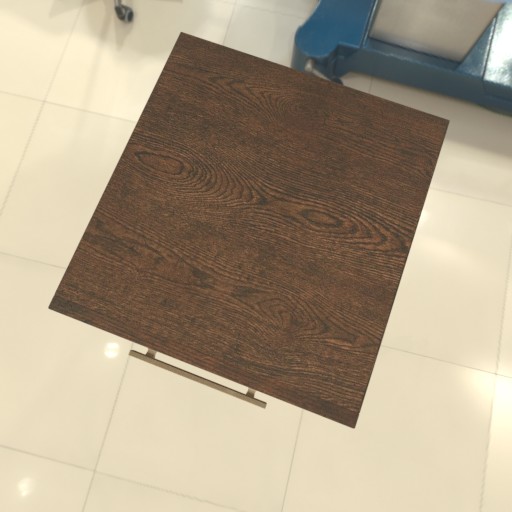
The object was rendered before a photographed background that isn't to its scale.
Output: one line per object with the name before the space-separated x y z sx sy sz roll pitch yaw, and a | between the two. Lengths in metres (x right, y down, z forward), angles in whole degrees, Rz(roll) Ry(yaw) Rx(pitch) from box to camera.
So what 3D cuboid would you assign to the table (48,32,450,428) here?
table | 0.000 0.000 1.012 0.506 0.582 0.566 20 78 5
